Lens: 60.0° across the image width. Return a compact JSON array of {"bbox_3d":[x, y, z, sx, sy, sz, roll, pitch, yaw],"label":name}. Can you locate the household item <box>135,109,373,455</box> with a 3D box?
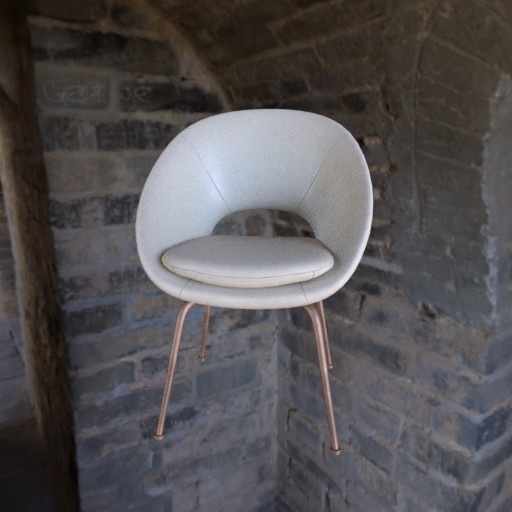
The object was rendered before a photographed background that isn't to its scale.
[{"bbox_3d":[0.000,0.000,1.274,0.623,0.852,0.573,2,13,7],"label":"household item"}]
